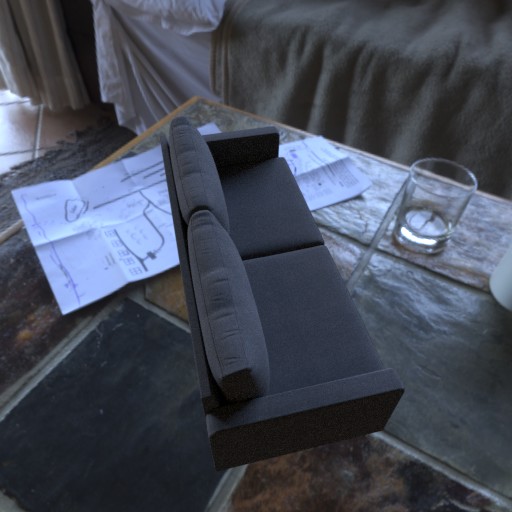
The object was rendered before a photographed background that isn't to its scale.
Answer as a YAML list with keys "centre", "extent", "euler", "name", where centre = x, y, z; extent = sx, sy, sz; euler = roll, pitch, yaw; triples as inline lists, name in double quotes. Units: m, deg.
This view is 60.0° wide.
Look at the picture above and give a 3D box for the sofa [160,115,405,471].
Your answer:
- centre: [0.000, 0.000, 2.614]
  extent: [0.880, 0.880, 2.100]
  euler: [-10, 48, -9]
  name: "sofa"
